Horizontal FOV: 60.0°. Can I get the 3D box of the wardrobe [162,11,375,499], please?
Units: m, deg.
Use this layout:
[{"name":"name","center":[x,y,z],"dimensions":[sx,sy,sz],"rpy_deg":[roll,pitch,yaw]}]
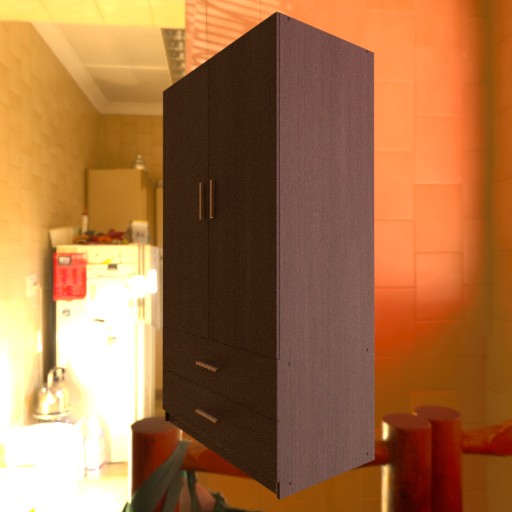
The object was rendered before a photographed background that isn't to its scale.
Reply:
[{"name":"wardrobe","center":[0.000,0.000,2.194],"dimensions":[0.577,1.808,0.991],"rpy_deg":[0,0,-37]}]
